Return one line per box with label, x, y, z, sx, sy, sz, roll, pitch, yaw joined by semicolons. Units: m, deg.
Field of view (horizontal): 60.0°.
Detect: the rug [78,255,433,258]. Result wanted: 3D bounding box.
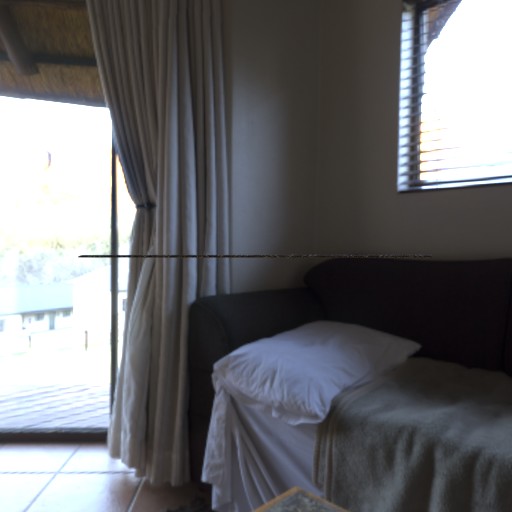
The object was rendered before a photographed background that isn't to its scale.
rug;0.000;0.000;3.144;1.541;0.012;2.457;0;0;0
